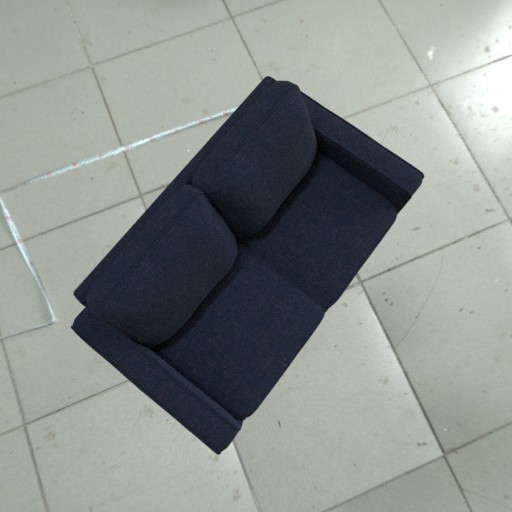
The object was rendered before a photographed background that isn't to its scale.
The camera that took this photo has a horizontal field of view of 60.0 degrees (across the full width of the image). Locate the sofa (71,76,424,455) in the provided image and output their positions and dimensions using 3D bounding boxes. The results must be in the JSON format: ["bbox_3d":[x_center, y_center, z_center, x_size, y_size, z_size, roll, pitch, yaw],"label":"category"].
[{"bbox_3d":[0.000,0.000,2.314,0.947,0.918,1.709,37,78,9],"label":"sofa"}]
